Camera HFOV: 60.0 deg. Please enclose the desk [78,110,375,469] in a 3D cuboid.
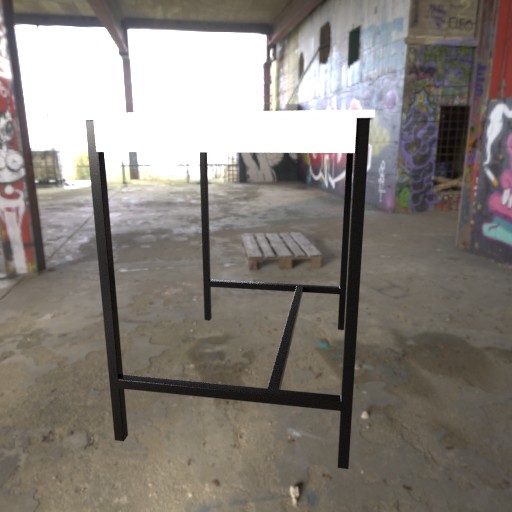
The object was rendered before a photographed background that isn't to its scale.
[{"bbox_3d":[0.000,0.000,1.313,0.573,0.766,0.811,3,15,10],"label":"desk"}]
